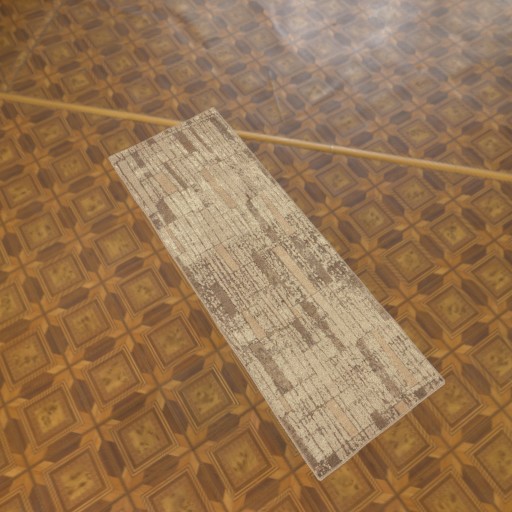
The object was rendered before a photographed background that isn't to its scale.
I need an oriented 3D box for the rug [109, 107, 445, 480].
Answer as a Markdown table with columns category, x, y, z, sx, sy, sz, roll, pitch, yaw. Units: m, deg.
| category | x | y | z | sx | sy | sz | roll | pitch | yaw |
| --- | --- | --- | --- | --- | --- | --- | --- | --- | --- |
| rug | 0.000 | 0.000 | 2.698 | 0.857 | 0.018 | 2.383 | -31 | 67 | -15 |
